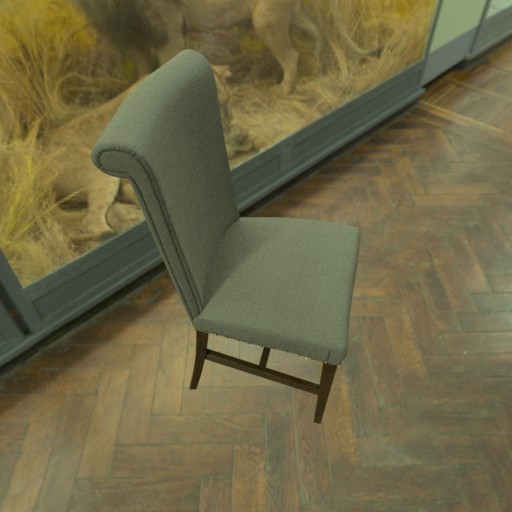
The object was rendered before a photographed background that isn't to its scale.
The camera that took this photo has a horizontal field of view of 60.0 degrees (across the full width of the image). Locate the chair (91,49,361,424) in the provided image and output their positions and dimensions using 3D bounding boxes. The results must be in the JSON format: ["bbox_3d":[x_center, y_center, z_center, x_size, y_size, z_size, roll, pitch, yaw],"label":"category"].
[{"bbox_3d":[0.000,0.000,1.332,0.608,0.988,0.513,10,46,9],"label":"chair"}]
